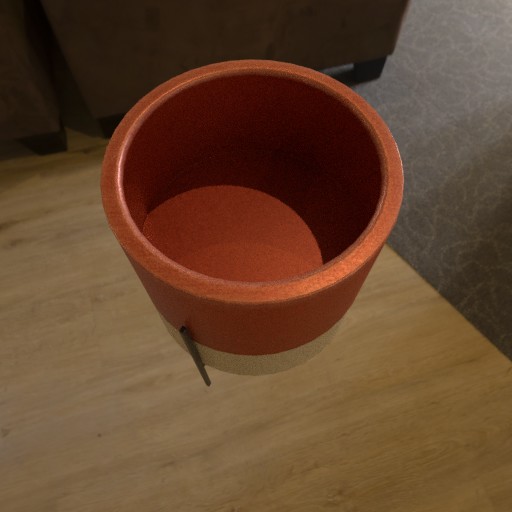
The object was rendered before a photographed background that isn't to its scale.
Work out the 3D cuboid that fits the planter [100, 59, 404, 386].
[{"bbox_3d":[0.000,0.000,0.707,0.354,0.465,0.345,-1,63,-1],"label":"planter"}]
